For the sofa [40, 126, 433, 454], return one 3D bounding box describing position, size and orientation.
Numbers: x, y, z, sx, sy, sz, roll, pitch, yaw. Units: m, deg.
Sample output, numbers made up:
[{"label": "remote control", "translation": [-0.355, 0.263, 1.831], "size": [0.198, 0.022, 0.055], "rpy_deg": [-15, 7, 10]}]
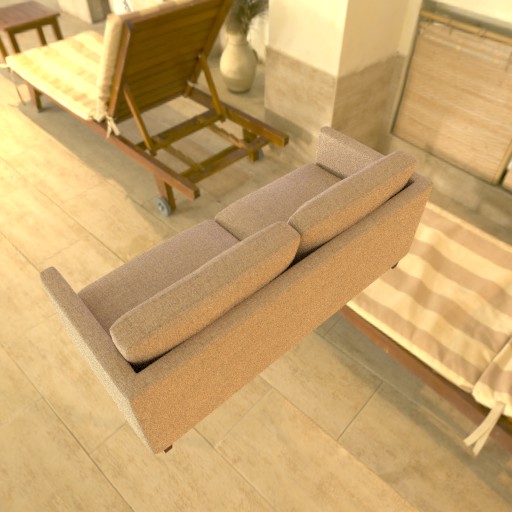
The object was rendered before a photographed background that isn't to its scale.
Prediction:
[{"label": "sofa", "translation": [0.000, 0.000, 2.722], "size": [2.208, 0.965, 0.951], "rpy_deg": [-33, 55, -27]}]
